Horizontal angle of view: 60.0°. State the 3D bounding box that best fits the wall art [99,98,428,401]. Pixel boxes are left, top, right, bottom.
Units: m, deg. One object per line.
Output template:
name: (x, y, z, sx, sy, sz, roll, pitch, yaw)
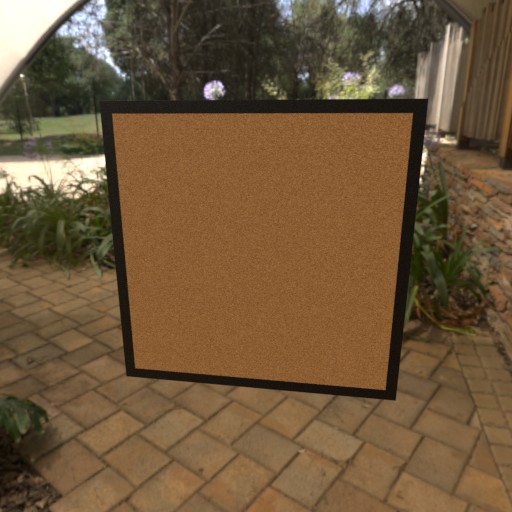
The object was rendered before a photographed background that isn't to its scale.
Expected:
wall art: (0.000, 0.000, 1.146, 0.762, 0.762, 0.038, 3, 17, 8)
